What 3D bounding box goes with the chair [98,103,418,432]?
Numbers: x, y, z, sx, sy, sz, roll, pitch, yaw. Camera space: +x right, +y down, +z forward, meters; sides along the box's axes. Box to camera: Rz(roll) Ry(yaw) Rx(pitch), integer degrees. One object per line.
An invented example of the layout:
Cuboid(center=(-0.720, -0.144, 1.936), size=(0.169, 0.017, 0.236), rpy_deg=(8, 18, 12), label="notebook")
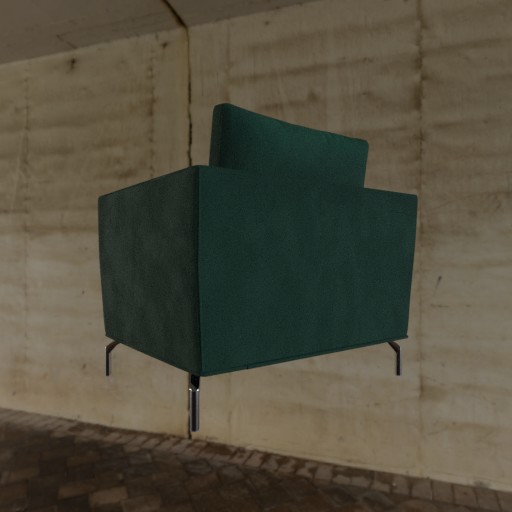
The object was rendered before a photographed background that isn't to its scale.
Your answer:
Cuboid(center=(0.000, 0.000, 1.838), size=(1.047, 0.997, 0.852), rpy_deg=(0, 0, -37), label="chair")
